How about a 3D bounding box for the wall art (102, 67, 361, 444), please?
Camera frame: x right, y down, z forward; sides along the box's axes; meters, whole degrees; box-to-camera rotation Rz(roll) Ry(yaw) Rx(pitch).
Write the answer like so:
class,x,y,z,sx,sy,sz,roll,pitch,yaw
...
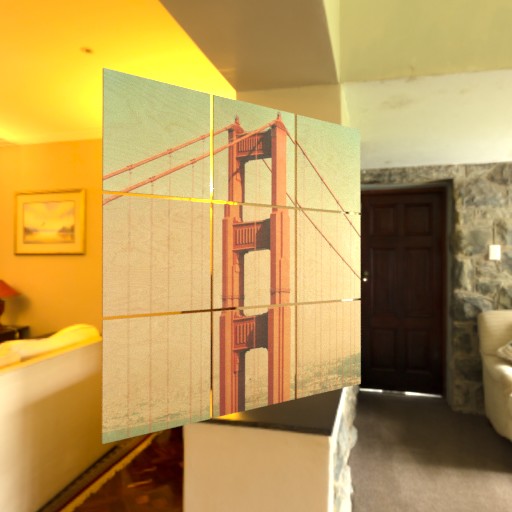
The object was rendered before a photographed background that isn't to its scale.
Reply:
class,x,y,z,sx,sy,sz,roll,pitch,yaw
wall art,0.000,0.000,2.231,1.517,1.523,0.013,0,-1,-35
